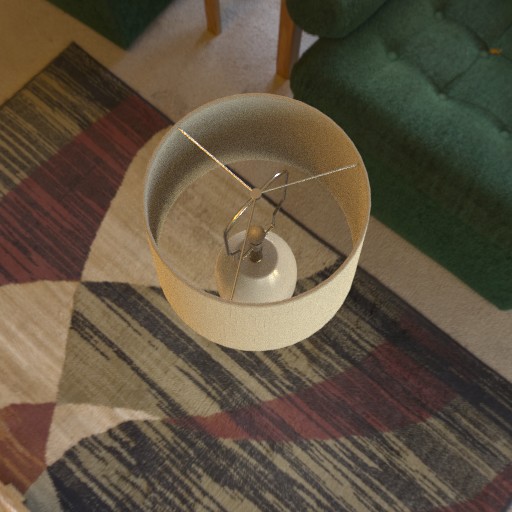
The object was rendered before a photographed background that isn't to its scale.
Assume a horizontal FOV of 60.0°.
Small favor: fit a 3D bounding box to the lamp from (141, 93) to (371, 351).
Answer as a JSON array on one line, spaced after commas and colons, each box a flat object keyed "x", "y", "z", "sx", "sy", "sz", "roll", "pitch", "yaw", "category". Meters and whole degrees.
[{"x": 0.000, "y": 0.000, "z": 0.669, "sx": 0.285, "sy": 0.483, "sz": 0.285, "roll": 0, "pitch": 75, "yaw": 0, "category": "lamp"}]
